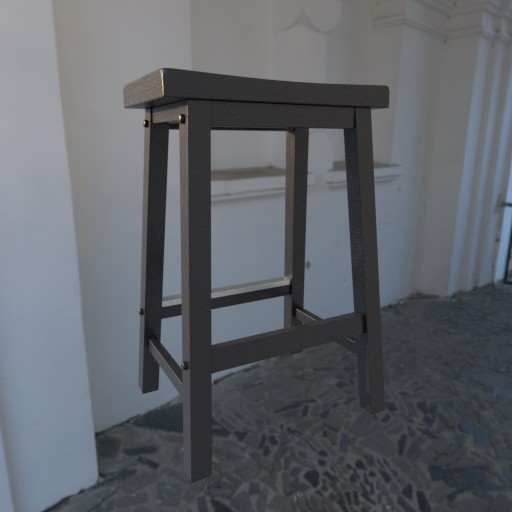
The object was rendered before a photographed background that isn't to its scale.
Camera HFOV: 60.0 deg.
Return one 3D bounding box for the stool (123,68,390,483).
[{"bbox_3d":[0.000,0.000,0.844,0.406,0.610,0.322,-8,16,-28],"label":"stool"}]
